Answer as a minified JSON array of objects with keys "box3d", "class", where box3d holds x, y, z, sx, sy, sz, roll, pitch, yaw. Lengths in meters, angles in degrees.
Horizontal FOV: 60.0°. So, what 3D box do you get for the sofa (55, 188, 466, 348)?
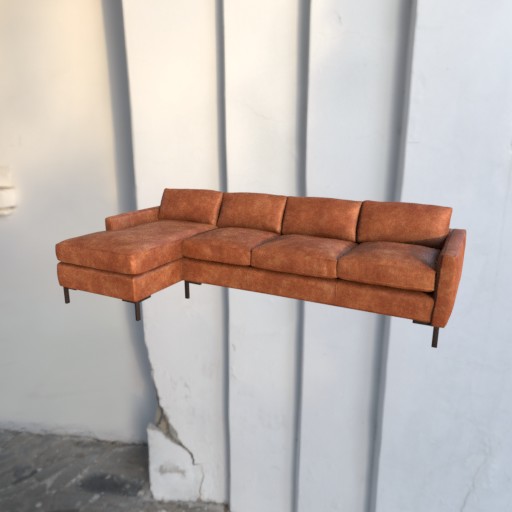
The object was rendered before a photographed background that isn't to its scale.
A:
[{"box3d":[0.000,0.000,3.580,2.993,0.859,1.471,8,17,26],"class":"sofa"}]
